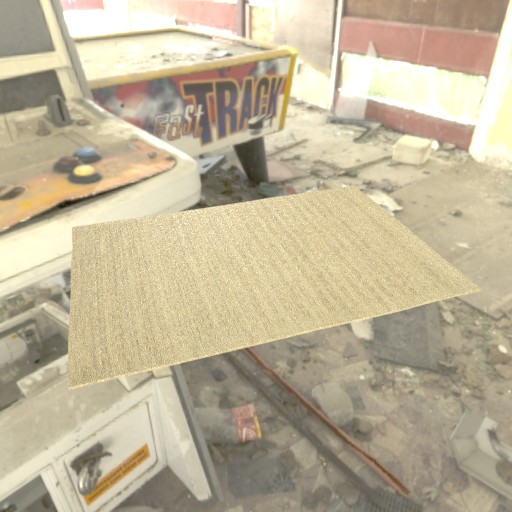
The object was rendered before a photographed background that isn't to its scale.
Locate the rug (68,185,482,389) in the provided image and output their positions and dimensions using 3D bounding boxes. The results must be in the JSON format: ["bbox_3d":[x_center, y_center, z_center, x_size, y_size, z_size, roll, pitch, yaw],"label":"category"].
[{"bbox_3d":[0.000,0.000,2.900,2.297,0.018,1.532,-10,35,-15],"label":"rug"}]
